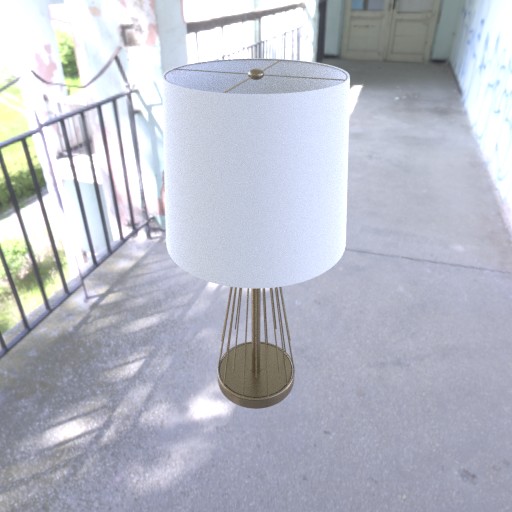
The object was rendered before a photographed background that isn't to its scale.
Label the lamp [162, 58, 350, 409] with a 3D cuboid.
[{"bbox_3d":[0.000,0.000,0.782,0.303,0.618,0.303,0,33,0],"label":"lamp"}]
